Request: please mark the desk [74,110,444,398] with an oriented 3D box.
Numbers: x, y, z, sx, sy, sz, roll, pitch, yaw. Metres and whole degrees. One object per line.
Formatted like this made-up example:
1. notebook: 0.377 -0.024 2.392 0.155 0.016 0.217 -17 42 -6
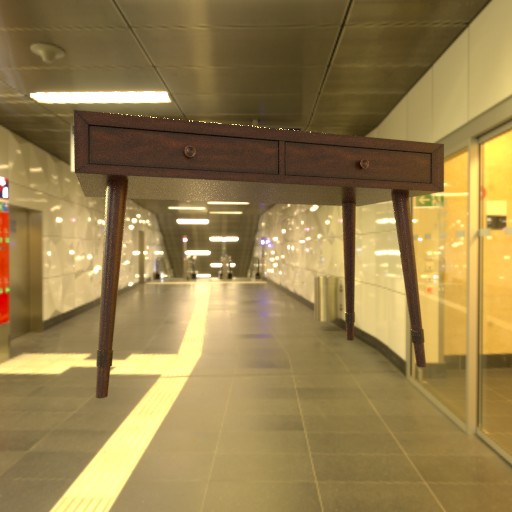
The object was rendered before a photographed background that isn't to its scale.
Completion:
1. desk: 0.000 0.000 2.140 1.577 1.031 0.734 0 1 -18
